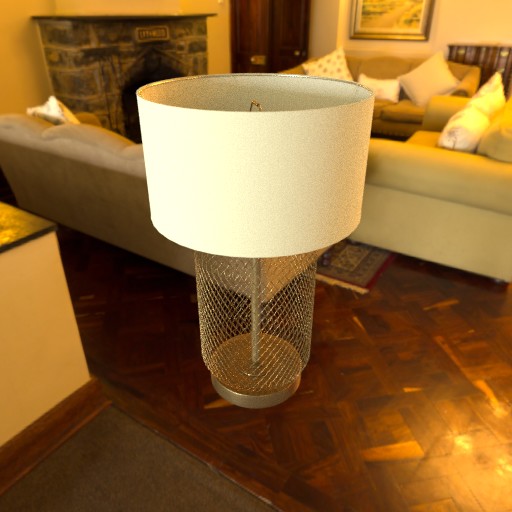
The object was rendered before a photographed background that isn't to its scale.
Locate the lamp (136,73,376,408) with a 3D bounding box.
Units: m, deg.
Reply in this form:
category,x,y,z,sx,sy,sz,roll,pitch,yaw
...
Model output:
category,x,y,z,sx,sy,sz,roll,pitch,yaw
lamp,0.000,0.000,0.808,0.353,0.578,0.353,0,29,0
